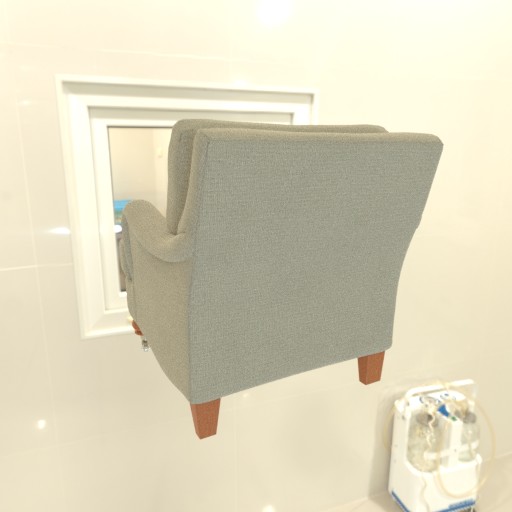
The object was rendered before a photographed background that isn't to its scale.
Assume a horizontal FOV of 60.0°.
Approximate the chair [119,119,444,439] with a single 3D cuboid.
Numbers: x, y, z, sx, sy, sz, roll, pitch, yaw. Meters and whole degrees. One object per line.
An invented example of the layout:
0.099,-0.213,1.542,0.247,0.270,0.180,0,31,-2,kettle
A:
0.000,0.000,1.837,0.955,1.038,1.070,-7,15,-28,chair
